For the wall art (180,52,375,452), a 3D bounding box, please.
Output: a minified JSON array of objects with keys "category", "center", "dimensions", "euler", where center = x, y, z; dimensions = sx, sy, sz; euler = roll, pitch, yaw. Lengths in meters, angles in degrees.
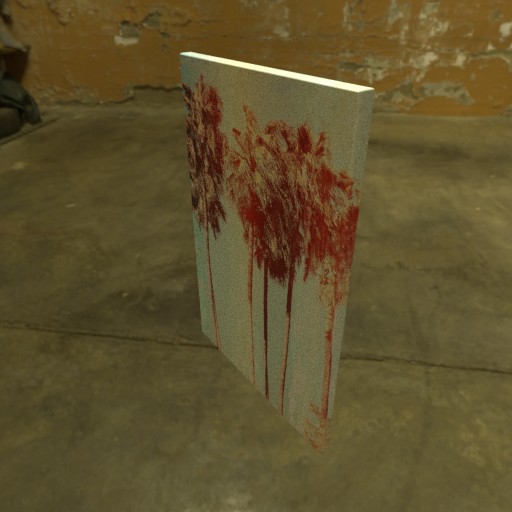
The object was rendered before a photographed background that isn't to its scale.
[{"category":"wall art","center":[0.000,0.000,1.153],"dimensions":[0.037,0.915,0.605],"euler":[-21,37,-31]}]
